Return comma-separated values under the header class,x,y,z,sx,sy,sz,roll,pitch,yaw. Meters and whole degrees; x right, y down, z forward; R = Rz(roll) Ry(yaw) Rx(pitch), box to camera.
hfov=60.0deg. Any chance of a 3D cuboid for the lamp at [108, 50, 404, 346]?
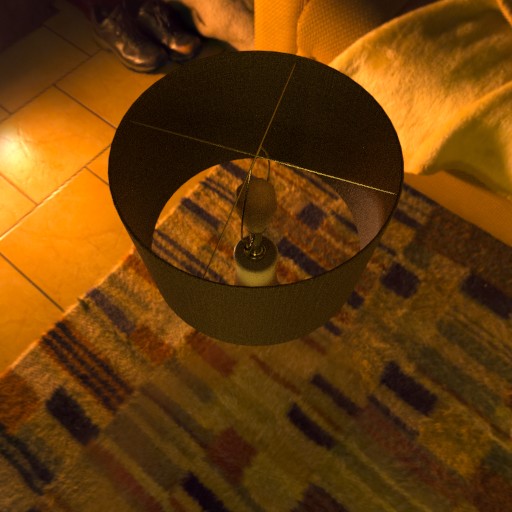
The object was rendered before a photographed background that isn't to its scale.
class,x,y,z,sx,sy,sz,roll,pitch,yaw
lamp,0.000,0.000,0.675,0.303,0.488,0.303,0,64,0
